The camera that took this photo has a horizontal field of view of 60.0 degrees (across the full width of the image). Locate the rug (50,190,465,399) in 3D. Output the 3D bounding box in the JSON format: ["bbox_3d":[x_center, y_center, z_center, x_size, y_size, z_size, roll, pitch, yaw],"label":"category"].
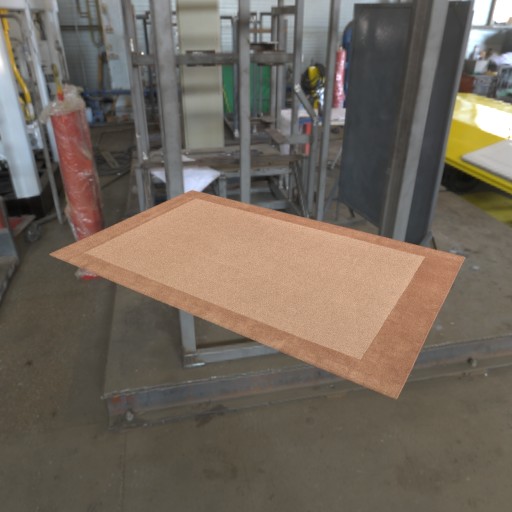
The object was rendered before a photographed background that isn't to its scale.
[{"bbox_3d":[0.000,0.000,3.064,2.438,0.014,1.524,17,33,28],"label":"rug"}]
